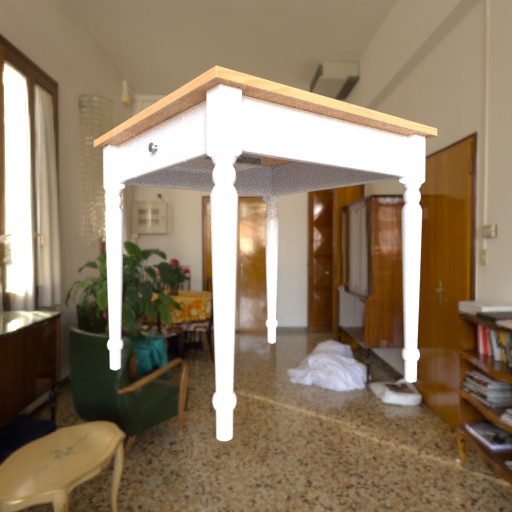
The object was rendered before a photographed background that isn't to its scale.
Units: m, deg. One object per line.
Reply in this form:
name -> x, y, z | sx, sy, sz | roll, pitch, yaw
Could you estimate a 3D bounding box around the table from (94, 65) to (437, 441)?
table -> 0.000, 0.000, 1.360 | 0.747, 0.738, 0.747 | -1, 2, -37
